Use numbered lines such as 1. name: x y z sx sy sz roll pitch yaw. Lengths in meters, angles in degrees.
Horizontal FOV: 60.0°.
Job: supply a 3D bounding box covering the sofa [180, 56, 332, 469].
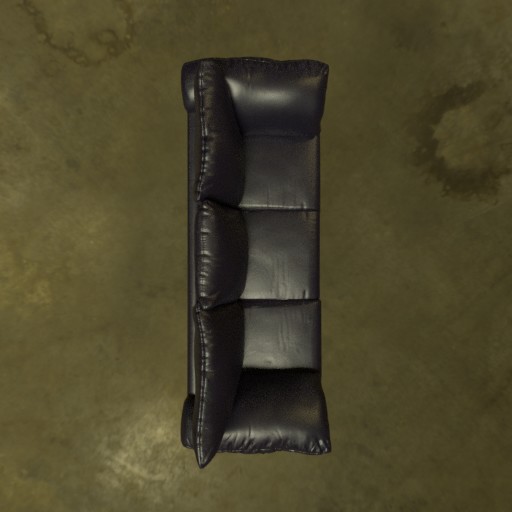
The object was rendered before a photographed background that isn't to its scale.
1. sofa: 0.000 0.000 2.808 0.880 1.073 2.336 0 89 -1
